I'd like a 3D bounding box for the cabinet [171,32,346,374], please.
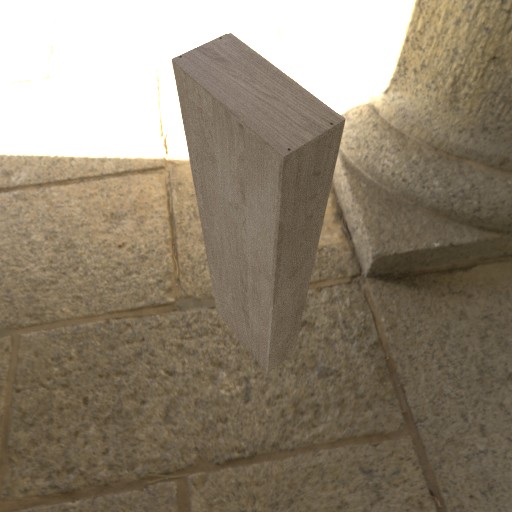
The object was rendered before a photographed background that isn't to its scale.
[{"bbox_3d":[0.000,0.000,1.987,0.230,1.790,0.500,-35,64,-19],"label":"cabinet"}]
